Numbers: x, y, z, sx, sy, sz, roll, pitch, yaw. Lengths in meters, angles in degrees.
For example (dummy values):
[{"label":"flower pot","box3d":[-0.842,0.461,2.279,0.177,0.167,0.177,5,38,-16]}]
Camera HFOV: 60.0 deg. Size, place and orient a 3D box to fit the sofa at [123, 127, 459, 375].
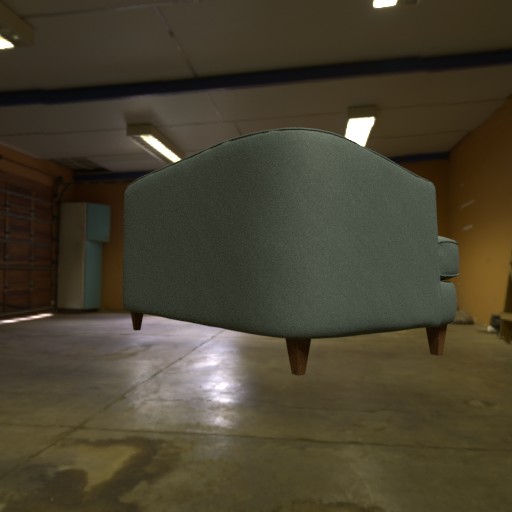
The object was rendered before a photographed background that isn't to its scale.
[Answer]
[{"label":"sofa","box3d":[0.000,0.000,2.291,0.941,0.855,1.733,2,-3,-37]}]
